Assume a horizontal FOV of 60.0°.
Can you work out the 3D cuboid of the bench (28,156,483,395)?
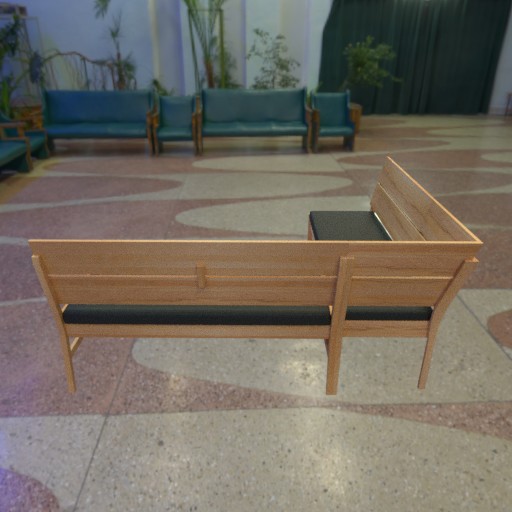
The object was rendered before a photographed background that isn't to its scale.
[{"bbox_3d":[0.000,0.000,2.780,1.948,0.890,1.548,0,26,1],"label":"bench"}]
